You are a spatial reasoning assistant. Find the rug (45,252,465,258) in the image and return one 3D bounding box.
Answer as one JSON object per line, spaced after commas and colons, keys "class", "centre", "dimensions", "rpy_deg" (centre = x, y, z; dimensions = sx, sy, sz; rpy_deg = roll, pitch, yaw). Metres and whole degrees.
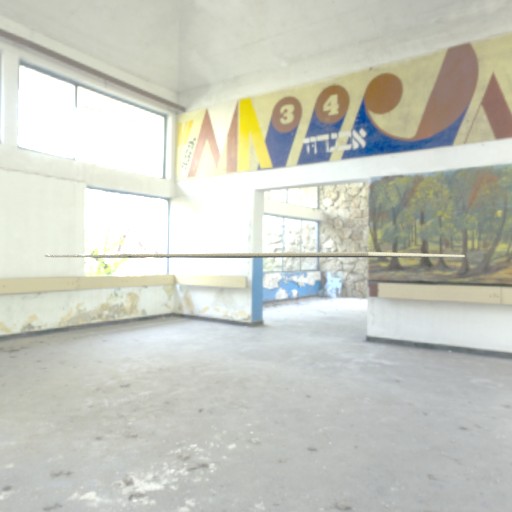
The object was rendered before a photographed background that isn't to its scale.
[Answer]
{"class": "rug", "centre": [0.000, 0.000, 4.796], "dimensions": [3.659, 0.037, 2.734], "rpy_deg": [0, 0, 36]}
